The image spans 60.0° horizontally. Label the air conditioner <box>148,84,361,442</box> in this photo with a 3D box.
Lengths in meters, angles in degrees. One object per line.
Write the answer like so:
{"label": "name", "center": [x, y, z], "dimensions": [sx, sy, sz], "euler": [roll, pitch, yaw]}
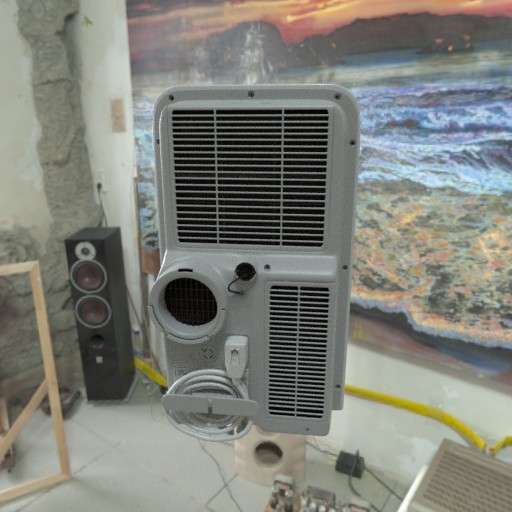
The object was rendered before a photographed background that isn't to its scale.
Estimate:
{"label": "air conditioner", "center": [0.000, 0.000, 1.061], "dimensions": [0.449, 0.786, 0.414], "euler": [2, 16, 7]}
